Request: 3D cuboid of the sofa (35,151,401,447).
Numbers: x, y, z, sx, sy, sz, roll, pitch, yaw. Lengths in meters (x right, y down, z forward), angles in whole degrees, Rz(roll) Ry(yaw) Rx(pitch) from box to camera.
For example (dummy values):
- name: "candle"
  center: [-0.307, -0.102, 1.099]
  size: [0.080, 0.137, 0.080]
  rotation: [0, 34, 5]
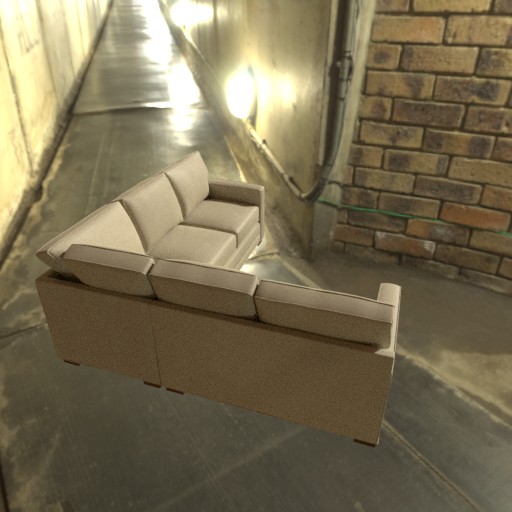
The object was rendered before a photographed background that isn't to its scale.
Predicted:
- name: "sofa"
  center: [0.000, 0.000, 3.461]
  size: [2.182, 0.939, 2.189]
  rotation: [10, 32, 16]
